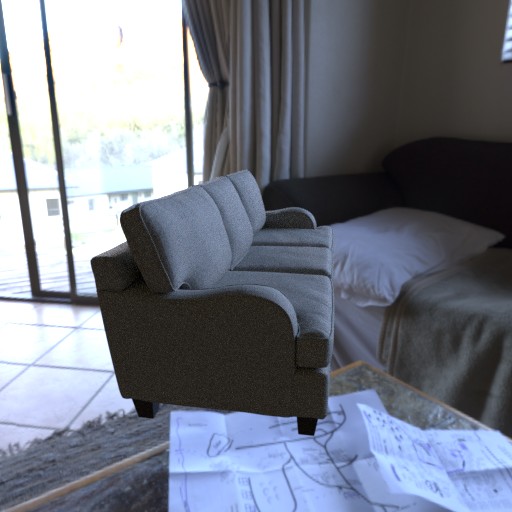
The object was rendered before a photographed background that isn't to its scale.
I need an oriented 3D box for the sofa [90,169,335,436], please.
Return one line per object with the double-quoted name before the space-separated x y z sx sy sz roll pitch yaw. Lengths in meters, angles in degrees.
"sofa" 0.000 0.000 2.901 1.016 0.997 2.323 2 15 9
